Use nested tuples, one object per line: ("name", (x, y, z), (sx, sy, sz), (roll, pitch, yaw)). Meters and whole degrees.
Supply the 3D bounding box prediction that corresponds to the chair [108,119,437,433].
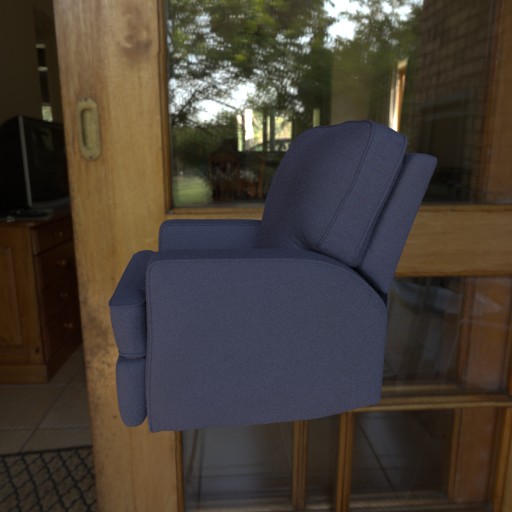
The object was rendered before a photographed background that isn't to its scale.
("chair", (0.000, 0.000, 1.649), (0.964, 0.962, 0.861), (-2, 12, -9))
